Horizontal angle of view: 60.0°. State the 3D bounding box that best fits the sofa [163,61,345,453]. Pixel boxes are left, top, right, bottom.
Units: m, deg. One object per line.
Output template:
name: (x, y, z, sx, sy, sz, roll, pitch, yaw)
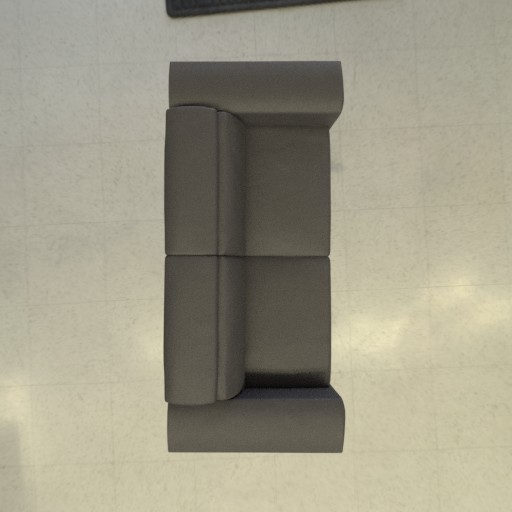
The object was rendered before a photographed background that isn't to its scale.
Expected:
sofa: (0.000, 0.000, 2.842, 1.048, 0.814, 2.330, 0, 89, 0)
